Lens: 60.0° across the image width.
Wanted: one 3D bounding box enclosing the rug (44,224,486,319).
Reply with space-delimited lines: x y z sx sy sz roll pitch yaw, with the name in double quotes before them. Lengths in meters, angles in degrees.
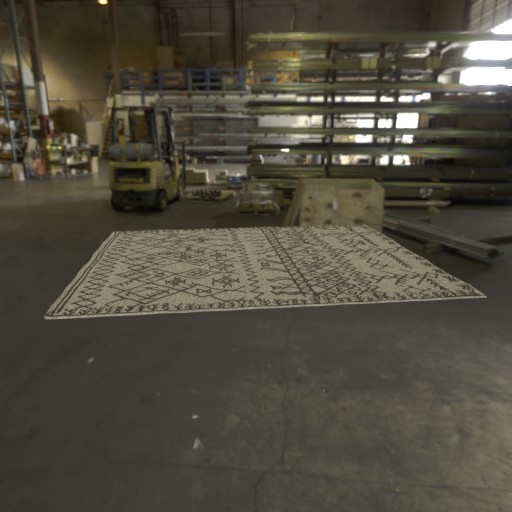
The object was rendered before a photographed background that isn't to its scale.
"rug" 0.000 0.000 3.334 2.455 0.025 1.964 -2 16 -7
